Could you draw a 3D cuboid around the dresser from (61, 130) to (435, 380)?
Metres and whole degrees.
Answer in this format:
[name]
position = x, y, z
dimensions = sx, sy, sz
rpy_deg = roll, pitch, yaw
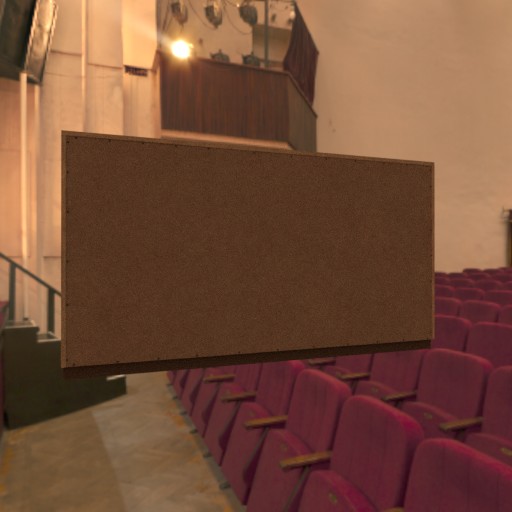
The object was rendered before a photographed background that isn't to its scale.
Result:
[dresser]
position = 0.000, 0.000, 2.062
dimensions = 1.628, 0.889, 0.483
rpy_deg = 0, 0, -19
